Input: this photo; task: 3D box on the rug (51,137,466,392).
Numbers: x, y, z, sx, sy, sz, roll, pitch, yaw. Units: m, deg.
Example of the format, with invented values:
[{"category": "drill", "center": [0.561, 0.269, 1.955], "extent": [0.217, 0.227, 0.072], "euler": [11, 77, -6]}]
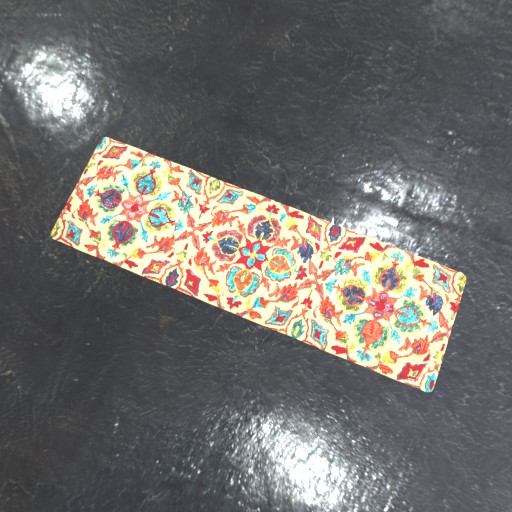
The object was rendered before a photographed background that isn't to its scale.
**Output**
[{"category": "rug", "center": [0.000, 0.000, 2.503], "extent": [2.273, 0.016, 0.693], "euler": [22, 78, 5]}]
